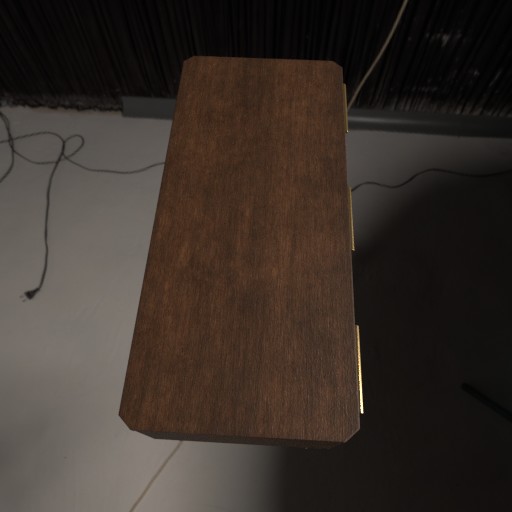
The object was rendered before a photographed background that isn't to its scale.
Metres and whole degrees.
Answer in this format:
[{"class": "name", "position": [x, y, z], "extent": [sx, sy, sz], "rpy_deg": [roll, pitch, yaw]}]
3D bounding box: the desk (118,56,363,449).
[{"class": "desk", "position": [0.000, 0.000, 1.870], "extent": [0.684, 0.762, 1.479], "rpy_deg": [3, 63, 1]}]
